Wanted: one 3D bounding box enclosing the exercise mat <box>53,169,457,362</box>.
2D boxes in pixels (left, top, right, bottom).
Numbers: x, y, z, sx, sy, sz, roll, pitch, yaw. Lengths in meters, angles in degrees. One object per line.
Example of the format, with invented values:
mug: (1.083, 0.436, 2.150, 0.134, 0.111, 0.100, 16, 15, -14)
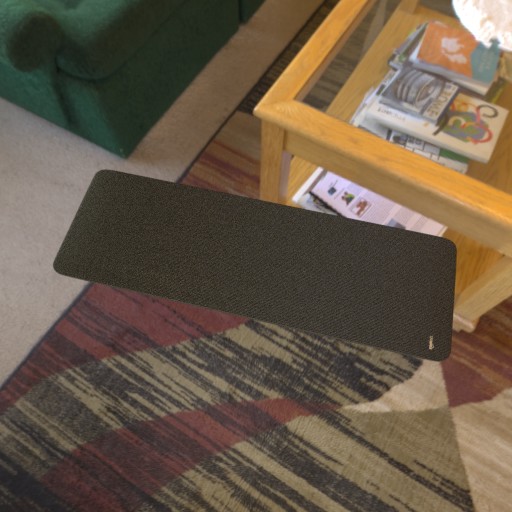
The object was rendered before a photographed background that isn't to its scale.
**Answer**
exercise mat: (0.000, 0.000, 2.123, 1.869, 0.021, 0.616, 12, 65, 6)
